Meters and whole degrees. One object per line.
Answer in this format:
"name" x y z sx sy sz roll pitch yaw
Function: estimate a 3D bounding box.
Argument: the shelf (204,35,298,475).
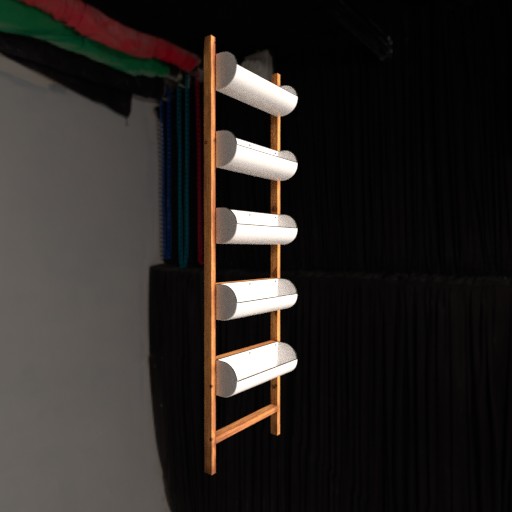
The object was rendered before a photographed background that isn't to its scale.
"shelf" 0.000 0.000 1.771 0.141 1.600 0.454 1 1 37
